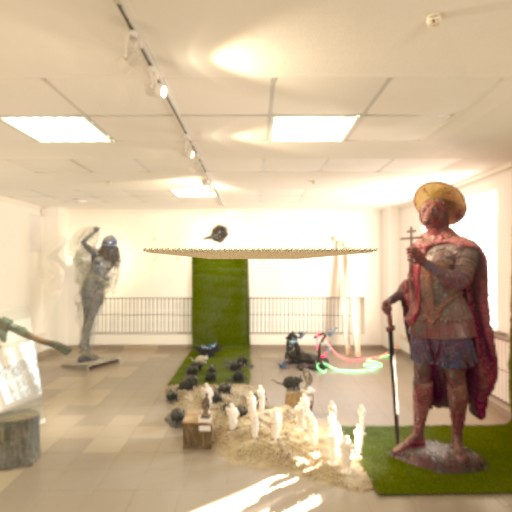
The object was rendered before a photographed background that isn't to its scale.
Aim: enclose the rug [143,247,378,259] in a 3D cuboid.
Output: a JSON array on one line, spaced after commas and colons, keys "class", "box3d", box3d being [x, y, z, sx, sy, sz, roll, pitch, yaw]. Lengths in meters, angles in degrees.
[{"class": "rug", "box3d": [0.000, 0.000, 2.760, 0.795, 0.015, 2.544, 0, -1, -1]}]
